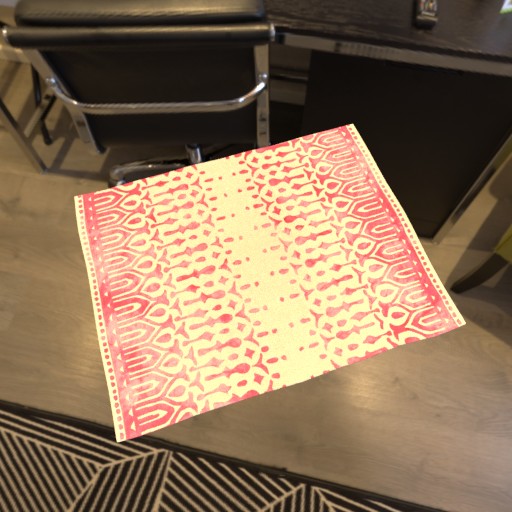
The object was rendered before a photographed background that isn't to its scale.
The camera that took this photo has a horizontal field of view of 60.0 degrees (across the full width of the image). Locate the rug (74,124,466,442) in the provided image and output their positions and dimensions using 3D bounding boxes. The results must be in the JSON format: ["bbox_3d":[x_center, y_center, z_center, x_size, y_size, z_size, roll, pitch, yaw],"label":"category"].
[{"bbox_3d":[0.000,0.000,4.166,3.095,0.016,2.441,-16,64,-8],"label":"rug"}]
